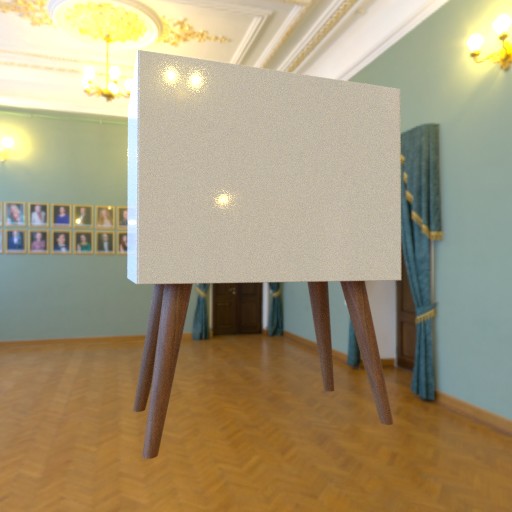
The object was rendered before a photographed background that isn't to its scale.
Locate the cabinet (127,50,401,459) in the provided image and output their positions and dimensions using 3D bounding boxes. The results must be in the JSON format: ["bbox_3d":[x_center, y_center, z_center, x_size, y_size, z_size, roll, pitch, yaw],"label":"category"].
[{"bbox_3d":[0.000,0.000,1.087,0.591,0.772,0.344,0,-1,-19],"label":"cabinet"}]
